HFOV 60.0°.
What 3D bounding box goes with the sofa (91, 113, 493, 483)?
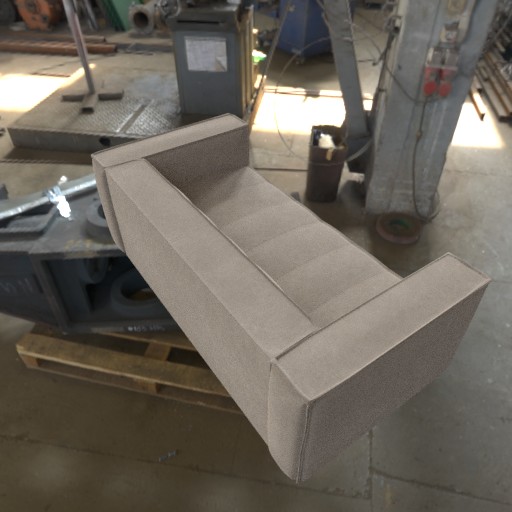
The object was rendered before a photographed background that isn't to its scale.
[{"bbox_3d":[0.000,0.000,2.400,1.038,0.680,1.995,-25,47,-26],"label":"sofa"}]
